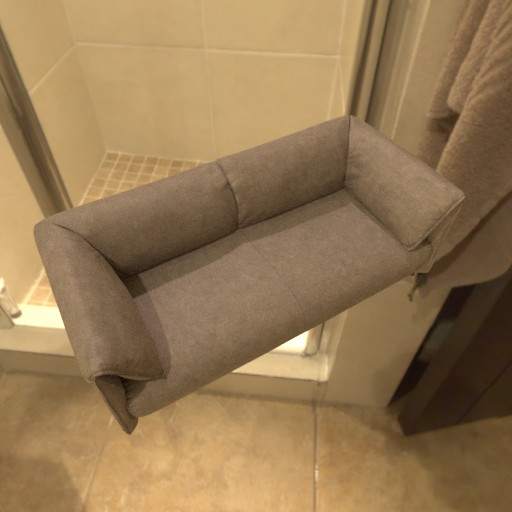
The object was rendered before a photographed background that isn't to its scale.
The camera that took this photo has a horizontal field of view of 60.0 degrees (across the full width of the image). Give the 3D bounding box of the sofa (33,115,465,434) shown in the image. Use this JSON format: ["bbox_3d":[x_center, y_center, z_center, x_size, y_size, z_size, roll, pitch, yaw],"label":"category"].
[{"bbox_3d":[0.000,0.000,2.297,1.878,0.747,0.905,-24,52,-20],"label":"sofa"}]
